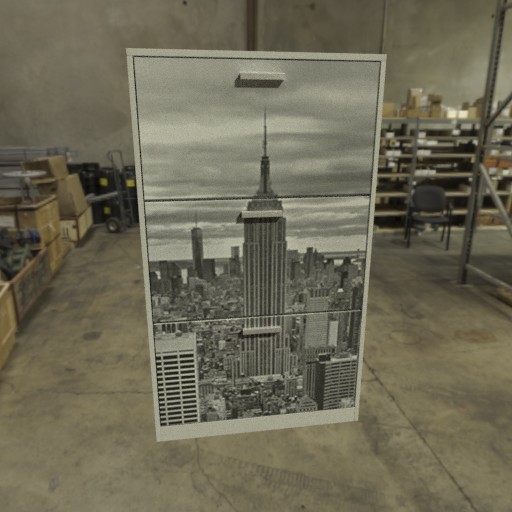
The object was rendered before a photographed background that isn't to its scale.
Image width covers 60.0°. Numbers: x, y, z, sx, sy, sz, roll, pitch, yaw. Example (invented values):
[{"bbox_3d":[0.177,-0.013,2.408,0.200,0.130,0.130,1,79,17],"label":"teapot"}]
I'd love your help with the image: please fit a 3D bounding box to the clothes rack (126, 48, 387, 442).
[{"bbox_3d":[0.000,0.000,1.549,0.750,1.280,0.250,-3,17,-9],"label":"clothes rack"}]
